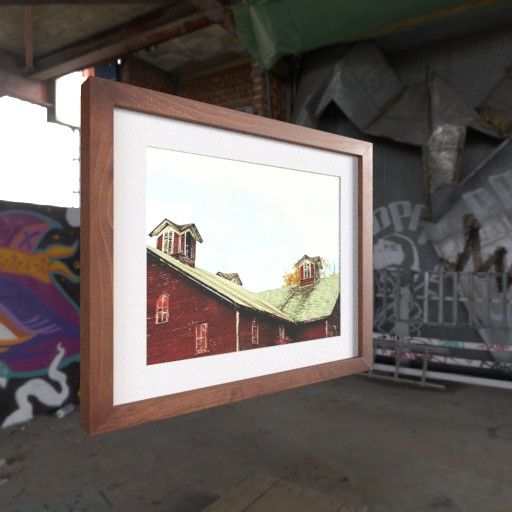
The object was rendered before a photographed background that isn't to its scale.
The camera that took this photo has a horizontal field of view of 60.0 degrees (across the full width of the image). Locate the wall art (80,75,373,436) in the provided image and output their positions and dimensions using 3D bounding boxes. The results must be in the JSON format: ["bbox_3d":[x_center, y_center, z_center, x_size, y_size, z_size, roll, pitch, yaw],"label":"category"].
[{"bbox_3d":[0.000,0.000,0.535,0.401,0.328,0.030,0,0,-37],"label":"wall art"}]
